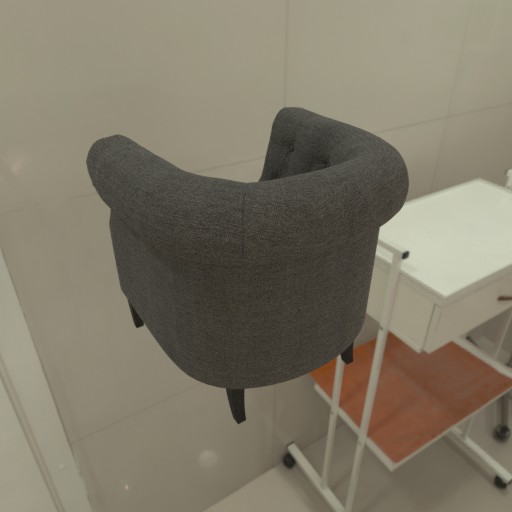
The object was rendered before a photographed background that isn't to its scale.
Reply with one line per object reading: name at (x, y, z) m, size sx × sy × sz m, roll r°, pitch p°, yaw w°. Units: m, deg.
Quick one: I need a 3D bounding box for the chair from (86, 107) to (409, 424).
chair at (0.000, 0.000, 1.550) m, size 0.905 × 0.827 × 0.852 m, roll -19°, pitch 36°, yaw -28°
